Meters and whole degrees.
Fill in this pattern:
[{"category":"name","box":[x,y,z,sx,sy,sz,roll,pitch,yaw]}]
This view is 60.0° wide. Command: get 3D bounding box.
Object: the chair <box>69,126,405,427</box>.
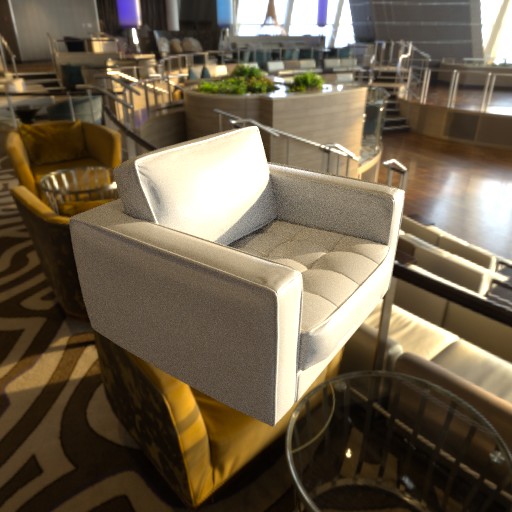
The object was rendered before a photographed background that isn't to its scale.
[{"category":"chair","box":[0.000,0.000,1.584,0.843,0.773,0.928,18,32,31]}]
